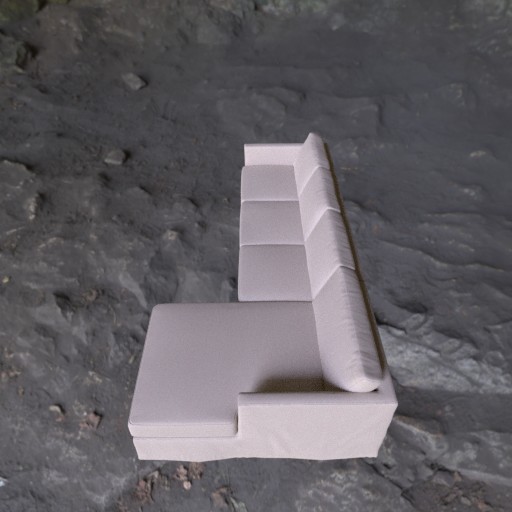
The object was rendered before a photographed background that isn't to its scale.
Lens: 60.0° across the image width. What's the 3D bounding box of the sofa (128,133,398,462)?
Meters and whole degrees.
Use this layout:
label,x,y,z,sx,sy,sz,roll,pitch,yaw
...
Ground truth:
label,x,y,z,sx,sy,sz,roll,pitch,yaw
sofa,0.000,0.000,3.867,1.622,0.871,3.206,0,42,0
